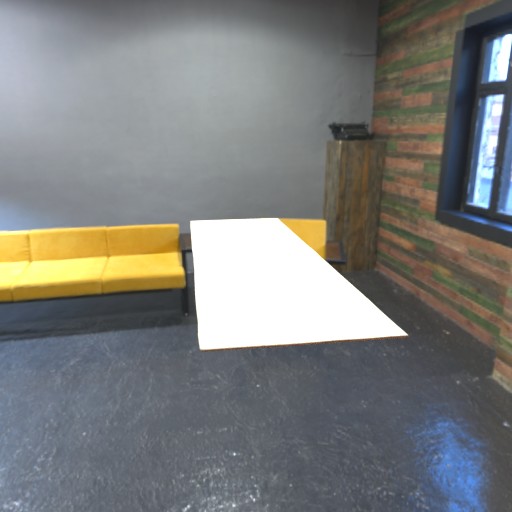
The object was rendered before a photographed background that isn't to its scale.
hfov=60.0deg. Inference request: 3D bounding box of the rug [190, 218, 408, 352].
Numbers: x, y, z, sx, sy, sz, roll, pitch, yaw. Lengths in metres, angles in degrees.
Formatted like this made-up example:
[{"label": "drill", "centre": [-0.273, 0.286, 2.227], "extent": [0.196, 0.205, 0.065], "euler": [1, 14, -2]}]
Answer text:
[{"label": "rug", "centre": [0.000, 0.000, 2.787], "extent": [0.793, 0.014, 2.450], "euler": [-2, 16, -9]}]
